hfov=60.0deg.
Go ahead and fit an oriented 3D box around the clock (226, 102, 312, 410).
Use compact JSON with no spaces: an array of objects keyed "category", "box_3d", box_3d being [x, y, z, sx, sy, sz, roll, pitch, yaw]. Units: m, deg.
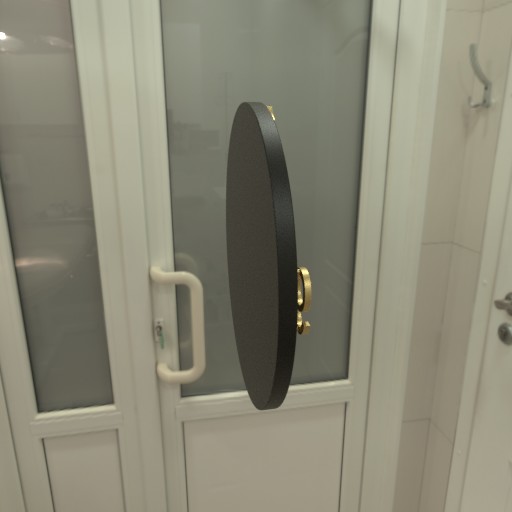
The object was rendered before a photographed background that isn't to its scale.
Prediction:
[{"category":"clock","box_3d":[0.000,0.000,0.691,0.038,0.454,0.454,-3,17,-10]}]
